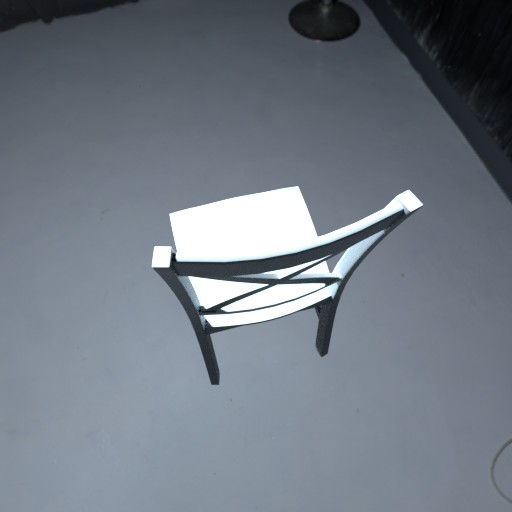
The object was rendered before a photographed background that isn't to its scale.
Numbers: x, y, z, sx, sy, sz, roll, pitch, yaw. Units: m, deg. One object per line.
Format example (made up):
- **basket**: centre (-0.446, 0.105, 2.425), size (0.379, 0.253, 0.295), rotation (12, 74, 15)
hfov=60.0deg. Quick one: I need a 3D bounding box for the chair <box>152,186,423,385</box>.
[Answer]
- **chair**: centre (0.000, 0.000, 1.302), size (0.485, 0.983, 0.542), rotation (-13, 61, -7)
